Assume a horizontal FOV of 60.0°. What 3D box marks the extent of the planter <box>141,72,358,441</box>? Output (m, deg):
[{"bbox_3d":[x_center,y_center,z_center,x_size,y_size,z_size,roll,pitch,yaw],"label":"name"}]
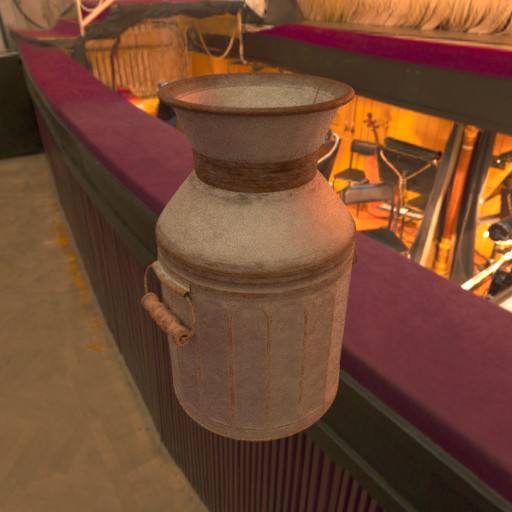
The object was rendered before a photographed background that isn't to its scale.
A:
[{"bbox_3d":[0.000,0.000,0.494,0.248,0.358,0.215,-21,37,-31],"label":"planter"}]
